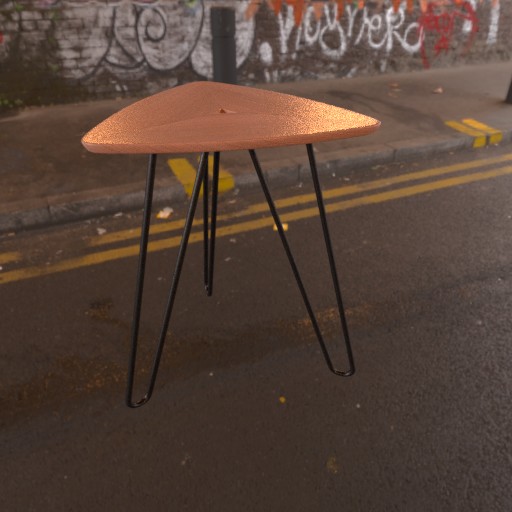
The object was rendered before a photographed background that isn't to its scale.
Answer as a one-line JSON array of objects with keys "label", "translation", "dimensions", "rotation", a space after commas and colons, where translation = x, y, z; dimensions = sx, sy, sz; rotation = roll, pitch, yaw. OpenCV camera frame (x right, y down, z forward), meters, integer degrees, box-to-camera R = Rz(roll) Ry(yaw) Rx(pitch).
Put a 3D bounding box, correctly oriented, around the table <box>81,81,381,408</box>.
[{"label": "table", "translation": [0.000, 0.000, 0.887], "dimensions": [0.455, 0.564, 0.442], "rotation": [9, 34, 14]}]
